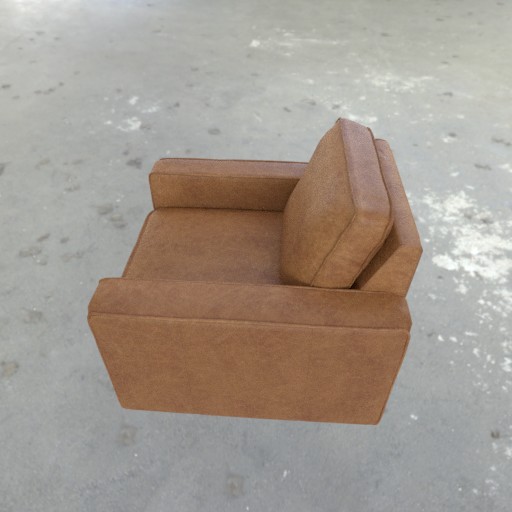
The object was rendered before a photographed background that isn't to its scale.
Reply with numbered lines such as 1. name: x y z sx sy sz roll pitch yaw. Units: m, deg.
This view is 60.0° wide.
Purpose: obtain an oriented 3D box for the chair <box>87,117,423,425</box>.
1. chair: 0.000 0.000 1.738 1.027 0.901 0.987 1 42 1
